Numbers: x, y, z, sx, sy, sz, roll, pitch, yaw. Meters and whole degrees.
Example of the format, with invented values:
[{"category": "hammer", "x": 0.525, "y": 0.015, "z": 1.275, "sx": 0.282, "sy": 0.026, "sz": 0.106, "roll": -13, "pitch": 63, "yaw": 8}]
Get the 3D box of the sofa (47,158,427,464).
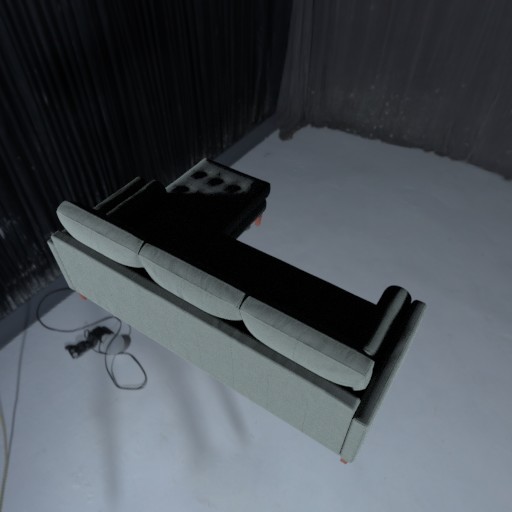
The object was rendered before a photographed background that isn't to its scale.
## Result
[{"category": "sofa", "x": 0.000, "y": 0.000, "z": 2.922, "sx": 2.178, "sy": 0.876, "sz": 1.506, "roll": 25, "pitch": 51, "yaw": 22}]
